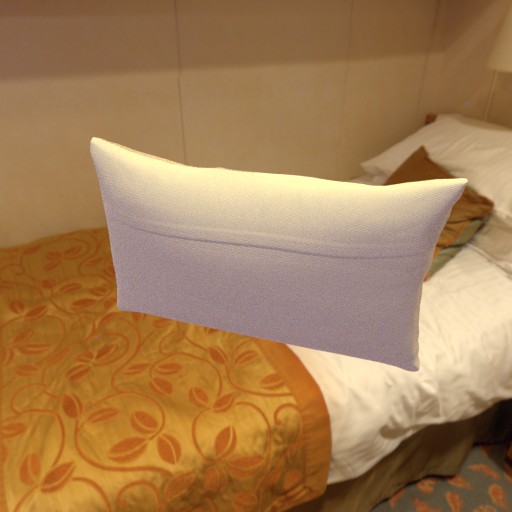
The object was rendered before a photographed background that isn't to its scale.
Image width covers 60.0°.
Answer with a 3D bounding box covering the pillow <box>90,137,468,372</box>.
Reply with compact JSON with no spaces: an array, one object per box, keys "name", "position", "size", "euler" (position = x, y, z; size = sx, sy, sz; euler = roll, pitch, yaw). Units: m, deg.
[{"name":"pillow","position":[0.000,0.000,0.643],"size":[0.506,0.305,0.139],"euler":[9,32,15]}]
